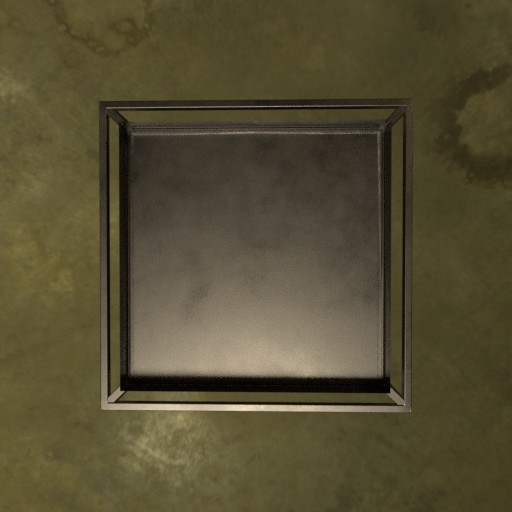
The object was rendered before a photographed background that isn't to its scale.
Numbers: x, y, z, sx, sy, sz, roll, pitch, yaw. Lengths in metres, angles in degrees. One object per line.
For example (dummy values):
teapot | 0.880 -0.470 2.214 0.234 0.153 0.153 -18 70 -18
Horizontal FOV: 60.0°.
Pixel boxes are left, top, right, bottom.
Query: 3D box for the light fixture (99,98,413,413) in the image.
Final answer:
light fixture | 0.000 0.000 0.691 0.441 0.191 0.441 0 91 1
